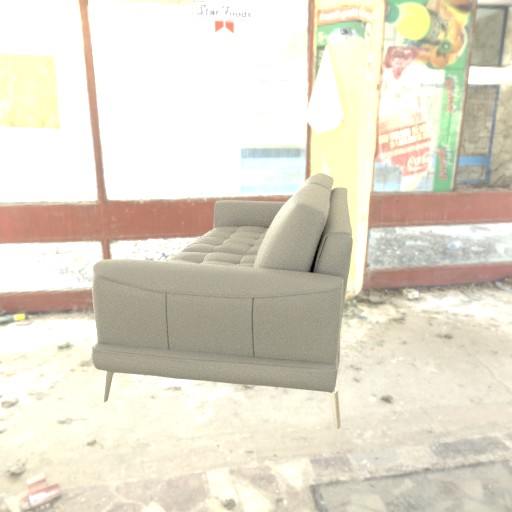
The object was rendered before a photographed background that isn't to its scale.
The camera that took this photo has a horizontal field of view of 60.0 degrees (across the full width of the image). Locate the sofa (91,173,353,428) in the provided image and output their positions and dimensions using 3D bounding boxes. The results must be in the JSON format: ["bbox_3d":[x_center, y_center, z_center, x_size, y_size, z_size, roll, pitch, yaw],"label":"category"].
[{"bbox_3d":[0.000,0.000,2.786,1.121,0.930,2.177,3,15,10],"label":"sofa"}]
